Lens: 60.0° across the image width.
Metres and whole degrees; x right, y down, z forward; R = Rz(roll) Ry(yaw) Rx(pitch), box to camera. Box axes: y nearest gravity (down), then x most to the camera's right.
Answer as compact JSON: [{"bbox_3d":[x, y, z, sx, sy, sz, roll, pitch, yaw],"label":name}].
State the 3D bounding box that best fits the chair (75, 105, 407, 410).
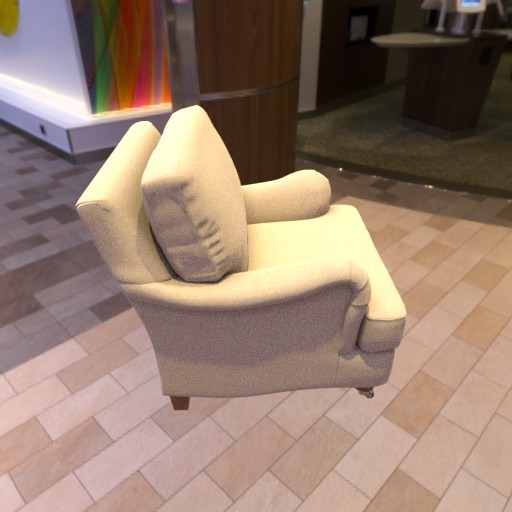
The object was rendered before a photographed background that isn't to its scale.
[{"bbox_3d":[0.000,0.000,1.871,1.078,1.076,0.895,-1,32,-1],"label":"chair"}]
